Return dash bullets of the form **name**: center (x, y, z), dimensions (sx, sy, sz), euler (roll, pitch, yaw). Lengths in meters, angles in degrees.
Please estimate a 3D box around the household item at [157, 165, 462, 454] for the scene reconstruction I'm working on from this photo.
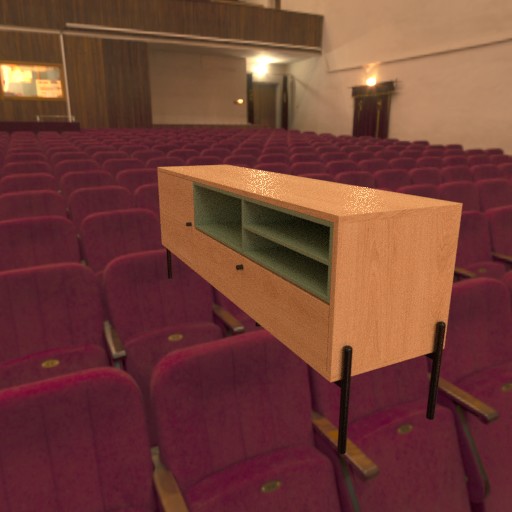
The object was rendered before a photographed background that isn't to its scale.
- **household item**: center (0.000, 0.000, 1.751), dimensions (0.400, 0.600, 1.550), euler (-8, 17, -26)
